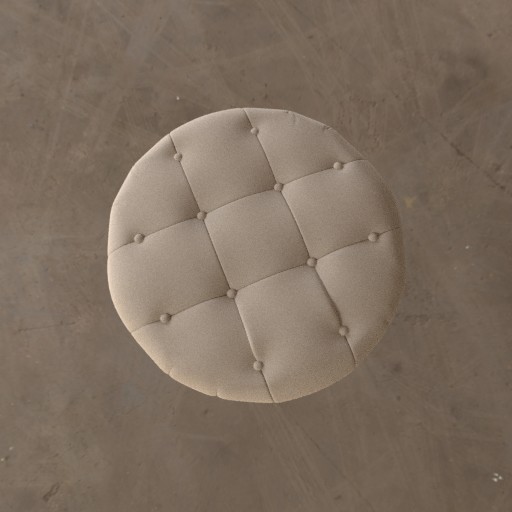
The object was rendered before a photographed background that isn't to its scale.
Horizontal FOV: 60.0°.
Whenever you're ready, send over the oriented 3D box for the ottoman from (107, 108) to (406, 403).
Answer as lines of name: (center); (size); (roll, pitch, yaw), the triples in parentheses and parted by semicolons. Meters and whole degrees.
ottoman: (0.000, 0.000, 1.448); (0.901, 0.439, 0.901); (0, 75, 0)
